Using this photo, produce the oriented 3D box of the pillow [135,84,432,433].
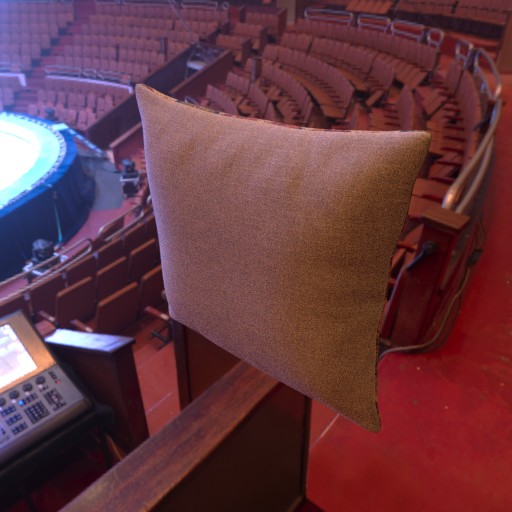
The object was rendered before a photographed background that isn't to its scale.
[{"bbox_3d":[0.000,0.000,0.756,0.523,0.506,0.166,22,37,33],"label":"pillow"}]
